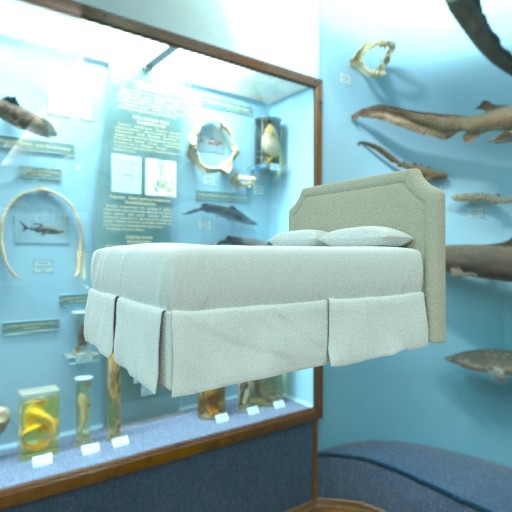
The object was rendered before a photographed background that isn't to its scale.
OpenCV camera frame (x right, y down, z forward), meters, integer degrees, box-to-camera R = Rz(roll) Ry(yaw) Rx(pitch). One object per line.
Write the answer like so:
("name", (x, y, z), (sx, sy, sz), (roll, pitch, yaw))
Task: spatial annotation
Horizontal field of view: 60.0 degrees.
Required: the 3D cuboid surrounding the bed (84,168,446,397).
("bed", (0.000, 0.000, 3.232), (2.116, 1.290, 1.693), (0, 1, -34))
